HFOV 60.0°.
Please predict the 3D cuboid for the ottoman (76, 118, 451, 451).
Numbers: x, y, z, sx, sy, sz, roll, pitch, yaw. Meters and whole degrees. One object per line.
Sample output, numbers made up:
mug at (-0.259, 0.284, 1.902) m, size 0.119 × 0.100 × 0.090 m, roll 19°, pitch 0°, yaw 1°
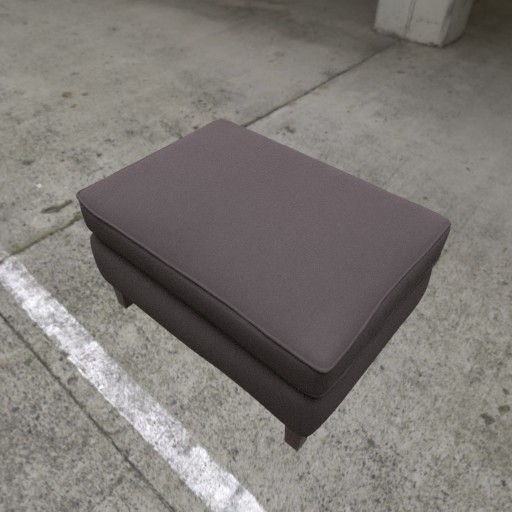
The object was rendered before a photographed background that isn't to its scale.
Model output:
ottoman at (0.000, 0.000, 1.034) m, size 0.686 × 0.406 × 0.508 m, roll 32°, pitch 53°, yaw 28°
